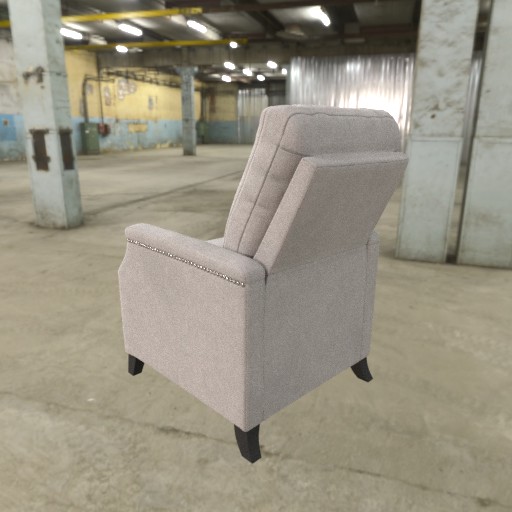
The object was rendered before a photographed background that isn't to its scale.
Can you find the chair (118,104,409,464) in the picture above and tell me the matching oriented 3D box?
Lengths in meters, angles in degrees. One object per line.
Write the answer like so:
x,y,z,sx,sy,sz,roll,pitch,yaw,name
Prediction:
0.000,0.000,1.666,0.710,1.049,0.922,-15,21,-43,chair
